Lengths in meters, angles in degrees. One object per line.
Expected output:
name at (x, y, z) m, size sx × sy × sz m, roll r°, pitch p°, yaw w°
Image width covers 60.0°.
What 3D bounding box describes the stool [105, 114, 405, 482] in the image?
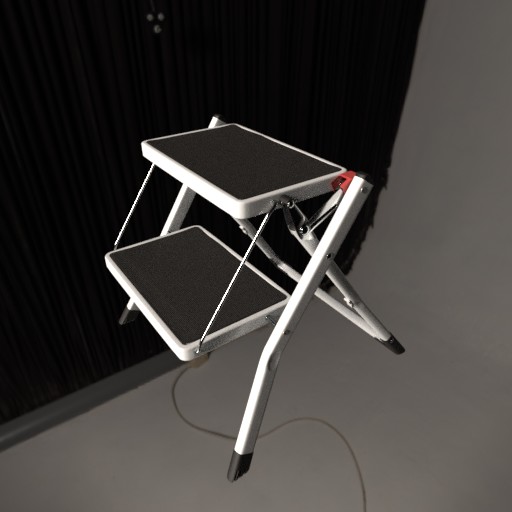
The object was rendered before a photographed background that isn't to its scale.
stool at (0.000, 0.000, 0.860) m, size 0.490 × 0.445 × 0.485 m, roll -21°, pitch 38°, yaw -30°
